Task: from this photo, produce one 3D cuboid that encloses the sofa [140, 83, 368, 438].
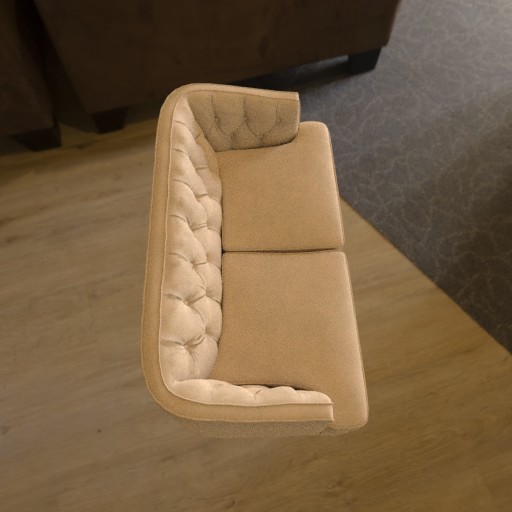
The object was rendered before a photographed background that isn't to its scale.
[{"bbox_3d":[0.000,0.000,2.310,0.940,0.878,1.731,-2,64,-1],"label":"sofa"}]
